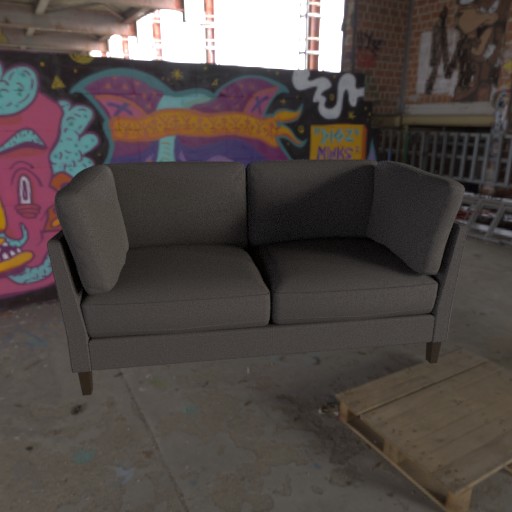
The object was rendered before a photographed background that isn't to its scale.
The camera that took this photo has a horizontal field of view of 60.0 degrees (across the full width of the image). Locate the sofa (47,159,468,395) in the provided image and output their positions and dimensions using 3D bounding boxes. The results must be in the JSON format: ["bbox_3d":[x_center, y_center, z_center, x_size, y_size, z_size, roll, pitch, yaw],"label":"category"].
[{"bbox_3d":[0.000,0.000,2.287,1.751,0.920,0.969,-3,17,-9],"label":"sofa"}]
